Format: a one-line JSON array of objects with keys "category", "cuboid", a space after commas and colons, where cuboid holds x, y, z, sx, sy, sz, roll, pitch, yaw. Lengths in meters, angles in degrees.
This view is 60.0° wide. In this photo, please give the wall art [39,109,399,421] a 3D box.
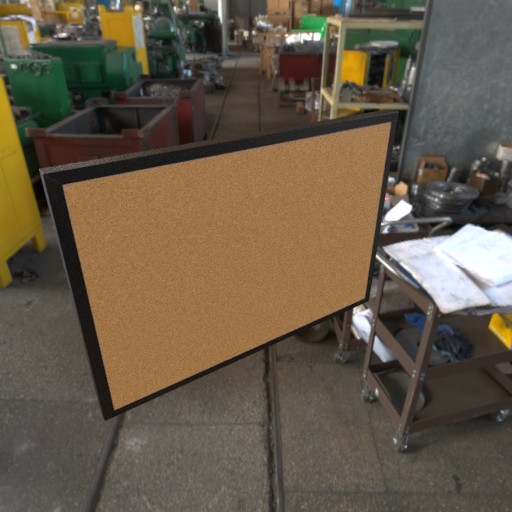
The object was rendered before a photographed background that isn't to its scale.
[{"category": "wall art", "cuboid": [0.000, 0.000, 0.837, 0.657, 0.458, 0.027, -18, 35, -28]}]
